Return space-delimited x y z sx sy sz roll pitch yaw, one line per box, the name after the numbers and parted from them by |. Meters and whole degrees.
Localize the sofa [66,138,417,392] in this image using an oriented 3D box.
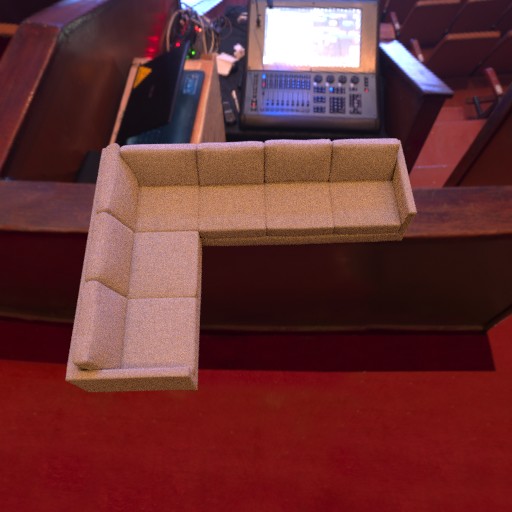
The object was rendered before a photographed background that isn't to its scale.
0.000 0.000 4.373 3.182 0.863 2.432 -2 63 -1 | sofa
